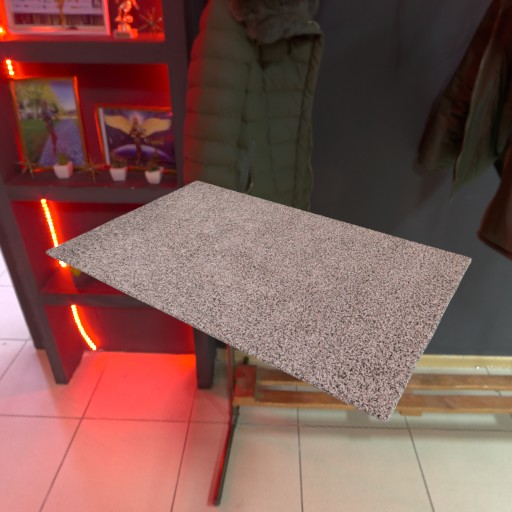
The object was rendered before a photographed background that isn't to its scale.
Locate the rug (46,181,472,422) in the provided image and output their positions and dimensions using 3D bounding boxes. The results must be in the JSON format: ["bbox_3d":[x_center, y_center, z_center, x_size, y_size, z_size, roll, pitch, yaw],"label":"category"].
[{"bbox_3d":[0.000,0.000,3.387,2.743,0.030,1.778,20,37,29],"label":"rug"}]
